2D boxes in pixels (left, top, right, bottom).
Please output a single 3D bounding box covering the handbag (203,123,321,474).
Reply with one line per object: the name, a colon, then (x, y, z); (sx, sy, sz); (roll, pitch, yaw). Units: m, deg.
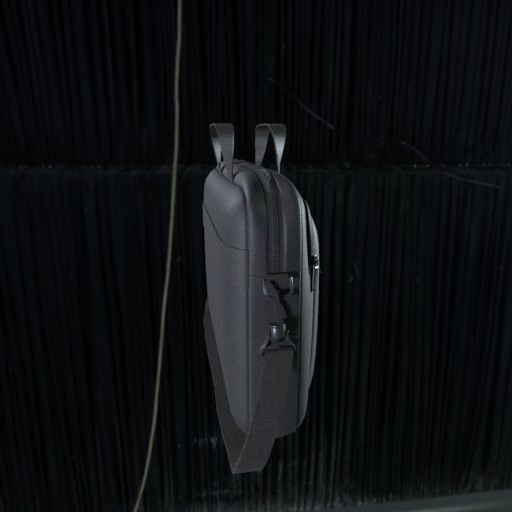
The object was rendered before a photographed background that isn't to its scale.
handbag: (0.000, 0.000, 0.577); (0.126, 0.330, 0.429); (-3, 15, -10)
